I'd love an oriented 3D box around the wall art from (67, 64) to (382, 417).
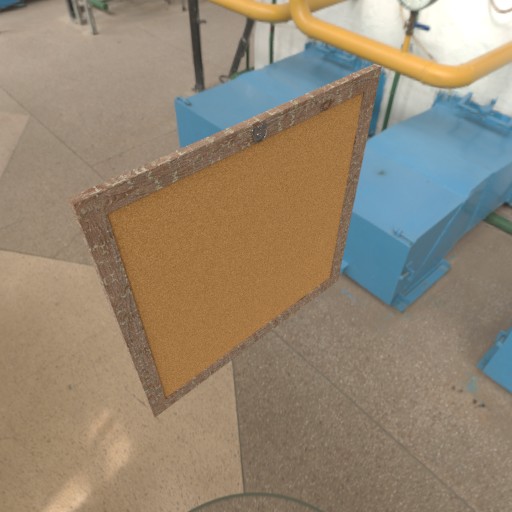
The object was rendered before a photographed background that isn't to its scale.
[{"bbox_3d":[0.000,0.000,0.572,0.384,0.384,0.012,-32,54,-27],"label":"wall art"}]
